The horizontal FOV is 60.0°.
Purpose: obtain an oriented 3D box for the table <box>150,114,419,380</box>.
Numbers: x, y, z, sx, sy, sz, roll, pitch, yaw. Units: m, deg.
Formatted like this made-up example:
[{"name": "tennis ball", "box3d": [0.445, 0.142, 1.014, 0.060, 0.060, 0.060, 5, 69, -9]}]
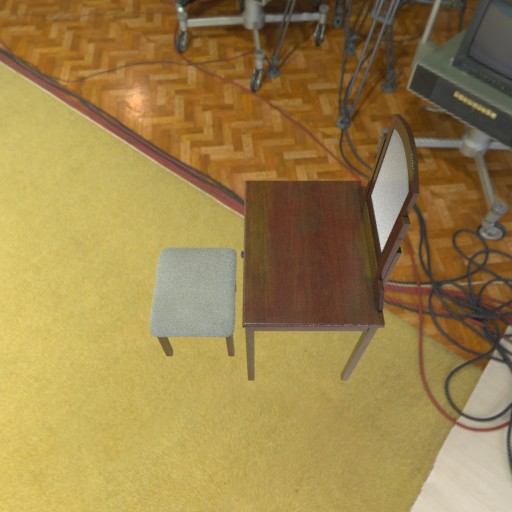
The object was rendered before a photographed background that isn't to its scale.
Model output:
[{"name": "table", "box3d": [0.000, 0.000, 2.316, 1.211, 1.631, 0.876, 0, 58, 0]}]
